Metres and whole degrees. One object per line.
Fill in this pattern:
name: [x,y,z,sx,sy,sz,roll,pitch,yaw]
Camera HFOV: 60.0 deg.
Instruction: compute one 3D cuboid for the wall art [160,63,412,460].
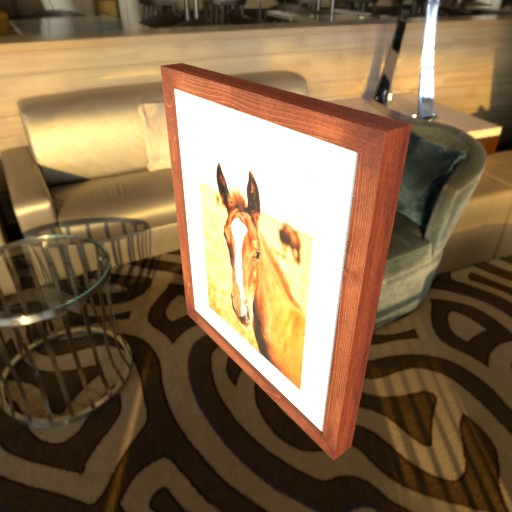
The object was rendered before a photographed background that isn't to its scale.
wall art: [0.000,0.000,0.526,0.030,0.381,0.330,-23,39,-31]
